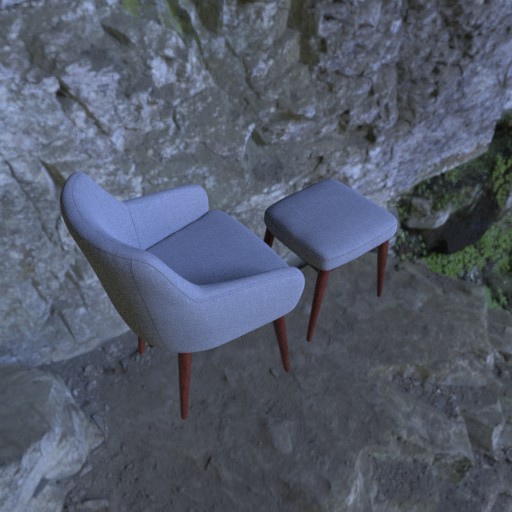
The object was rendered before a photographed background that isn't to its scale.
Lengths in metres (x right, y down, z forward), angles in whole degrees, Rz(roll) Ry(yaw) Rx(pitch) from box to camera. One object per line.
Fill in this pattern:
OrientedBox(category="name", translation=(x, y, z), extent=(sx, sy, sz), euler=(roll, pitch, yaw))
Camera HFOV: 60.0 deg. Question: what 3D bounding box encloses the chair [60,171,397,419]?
OrientedBox(category="chair", translation=(0.000, 0.000, 1.550), extent=(1.107, 0.799, 0.584), euler=(-26, 48, -26))
